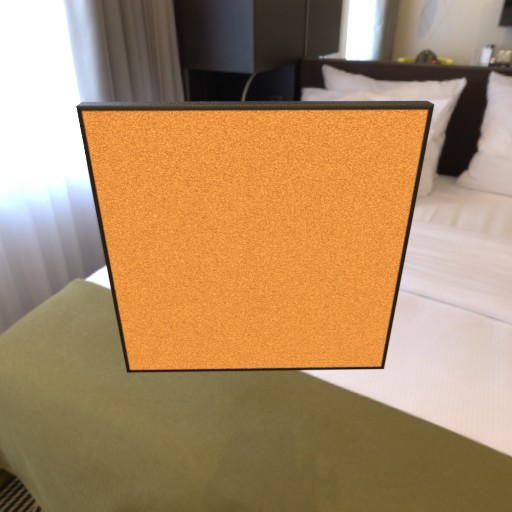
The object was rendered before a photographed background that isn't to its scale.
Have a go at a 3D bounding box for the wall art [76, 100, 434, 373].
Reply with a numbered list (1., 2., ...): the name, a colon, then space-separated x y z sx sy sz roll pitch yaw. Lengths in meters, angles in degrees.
1. wall art: 0.000 0.000 1.155 0.769 0.766 0.042 -1 29 -1
